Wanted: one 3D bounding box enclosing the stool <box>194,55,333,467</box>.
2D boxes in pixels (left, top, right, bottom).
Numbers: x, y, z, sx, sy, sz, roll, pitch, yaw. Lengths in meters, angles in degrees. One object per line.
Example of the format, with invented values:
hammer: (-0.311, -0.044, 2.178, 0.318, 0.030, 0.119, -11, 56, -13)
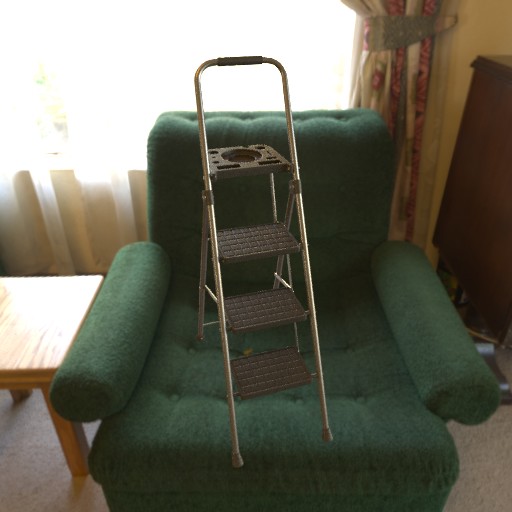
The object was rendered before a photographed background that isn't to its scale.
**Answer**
stool: (0.000, 0.000, 1.592, 0.396, 1.277, 0.733, -9, 33, -15)
